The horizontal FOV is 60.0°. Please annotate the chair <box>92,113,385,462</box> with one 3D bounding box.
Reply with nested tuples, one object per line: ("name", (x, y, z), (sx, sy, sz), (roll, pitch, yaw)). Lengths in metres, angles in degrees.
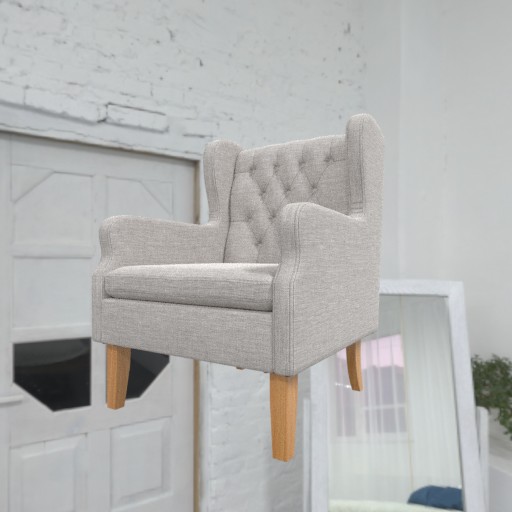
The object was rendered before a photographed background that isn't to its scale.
("chair", (0.000, 0.000, 1.467), (0.710, 0.930, 0.760), (0, 0, 34))
